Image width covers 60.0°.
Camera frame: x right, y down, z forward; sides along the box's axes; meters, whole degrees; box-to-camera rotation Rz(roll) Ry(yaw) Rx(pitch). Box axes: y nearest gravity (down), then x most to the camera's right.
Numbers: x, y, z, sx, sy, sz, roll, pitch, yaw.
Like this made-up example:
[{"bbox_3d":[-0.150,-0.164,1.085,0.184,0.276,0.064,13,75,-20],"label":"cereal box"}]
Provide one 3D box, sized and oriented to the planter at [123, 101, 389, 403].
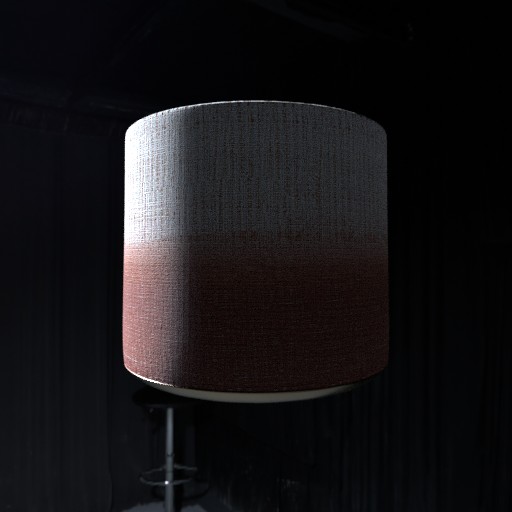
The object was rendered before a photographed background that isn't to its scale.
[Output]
[{"bbox_3d":[0.000,0.000,0.309,0.178,0.157,0.178,0,0,0],"label":"planter"}]
